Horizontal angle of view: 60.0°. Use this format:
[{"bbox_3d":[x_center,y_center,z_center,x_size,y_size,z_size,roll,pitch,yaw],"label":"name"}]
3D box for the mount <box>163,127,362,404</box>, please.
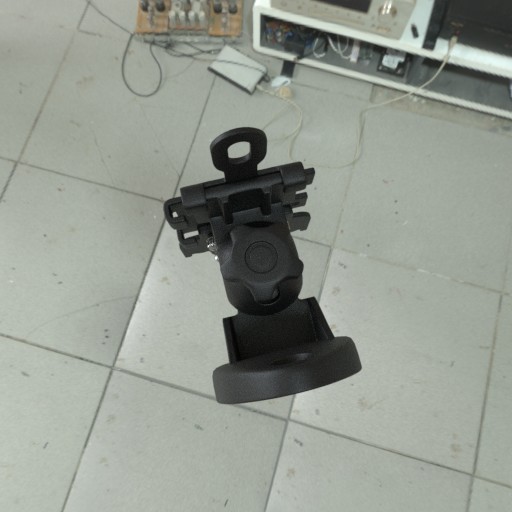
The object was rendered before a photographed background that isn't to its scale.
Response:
[{"bbox_3d":[0.000,0.000,0.176,0.066,0.118,0.100,-13,77,-3],"label":"mount"}]
